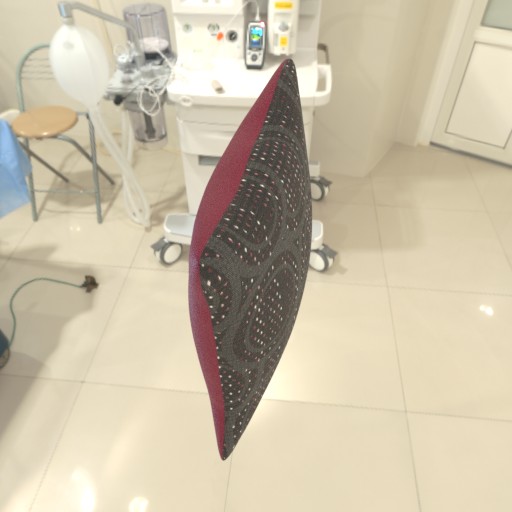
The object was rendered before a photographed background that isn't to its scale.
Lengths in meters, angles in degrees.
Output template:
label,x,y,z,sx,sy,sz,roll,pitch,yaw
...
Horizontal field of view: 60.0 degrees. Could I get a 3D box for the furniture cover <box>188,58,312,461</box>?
label,x,y,z,sx,sy,sz,roll,pitch,yaw
furniture cover,0.000,0.000,0.810,0.193,0.509,0.552,9,45,9
